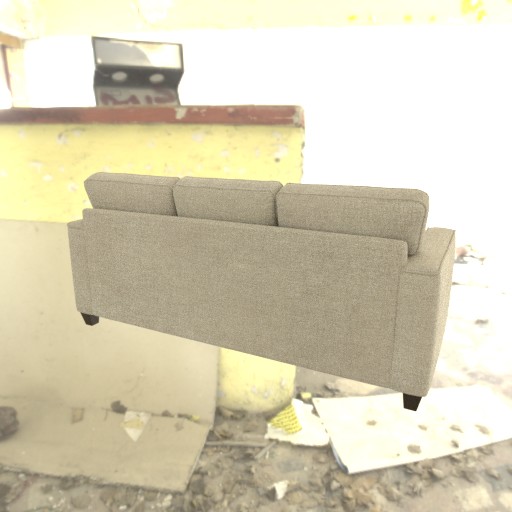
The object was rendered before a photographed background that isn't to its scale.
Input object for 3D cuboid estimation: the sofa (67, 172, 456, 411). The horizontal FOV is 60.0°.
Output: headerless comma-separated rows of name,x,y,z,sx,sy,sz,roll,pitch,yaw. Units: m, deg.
sofa,0.000,0.000,2.640,2.133,0.965,0.939,8,17,26
